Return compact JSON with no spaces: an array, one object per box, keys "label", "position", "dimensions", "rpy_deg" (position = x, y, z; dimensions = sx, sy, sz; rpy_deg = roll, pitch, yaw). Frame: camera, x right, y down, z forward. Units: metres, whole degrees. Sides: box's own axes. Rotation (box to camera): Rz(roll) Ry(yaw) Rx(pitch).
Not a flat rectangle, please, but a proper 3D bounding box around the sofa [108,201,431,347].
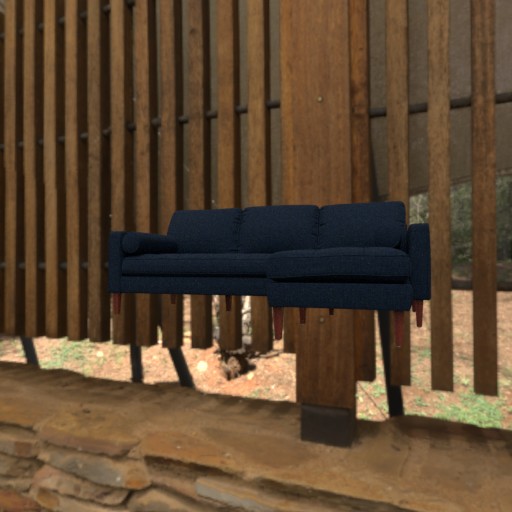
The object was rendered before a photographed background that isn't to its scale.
[{"label":"sofa","position":[0.000,0.000,2.963],"dimensions":[2.185,0.841,1.613],"rpy_deg":[0,-1,18]}]
